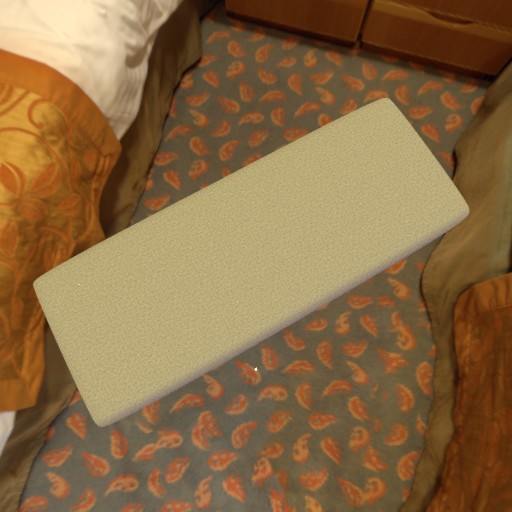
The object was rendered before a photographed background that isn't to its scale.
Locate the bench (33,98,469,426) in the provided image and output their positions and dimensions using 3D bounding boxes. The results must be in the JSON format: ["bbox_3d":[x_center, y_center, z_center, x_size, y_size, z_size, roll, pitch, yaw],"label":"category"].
[{"bbox_3d":[0.000,0.000,1.831,1.598,0.383,0.631,-29,77,-7],"label":"bench"}]
